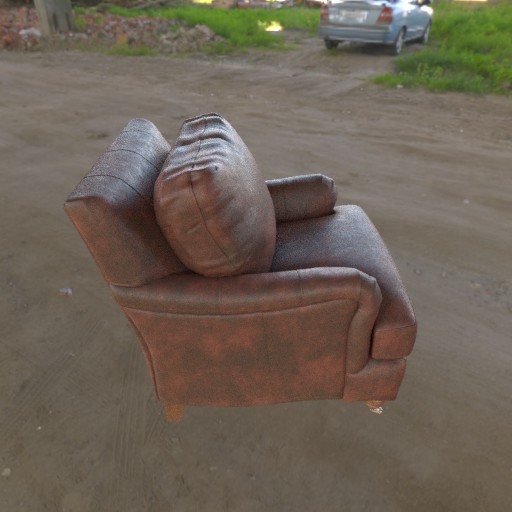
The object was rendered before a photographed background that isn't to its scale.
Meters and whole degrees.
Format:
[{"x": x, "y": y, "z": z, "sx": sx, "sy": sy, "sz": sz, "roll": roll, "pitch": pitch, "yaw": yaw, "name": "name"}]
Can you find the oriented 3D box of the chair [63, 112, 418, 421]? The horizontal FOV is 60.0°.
[{"x": 0.000, "y": 0.000, "z": 1.901, "sx": 1.156, "sy": 1.051, "sz": 0.987, "roll": -1, "pitch": 32, "yaw": -1, "name": "chair"}]
